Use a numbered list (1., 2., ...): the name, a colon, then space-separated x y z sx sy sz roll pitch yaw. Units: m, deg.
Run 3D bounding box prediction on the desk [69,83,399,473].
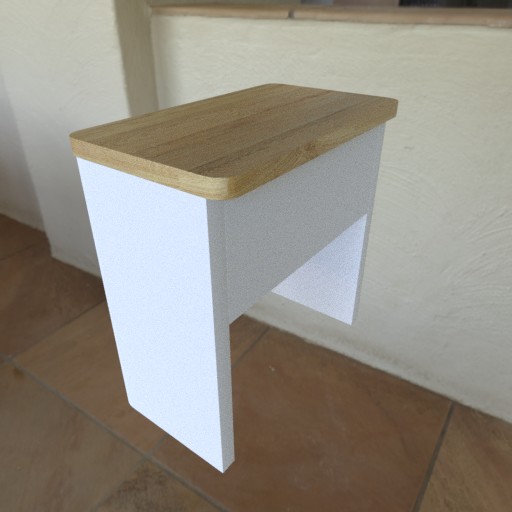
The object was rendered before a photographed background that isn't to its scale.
1. desk: 0.000 0.000 1.266 0.440 0.790 0.760 21 37 31
